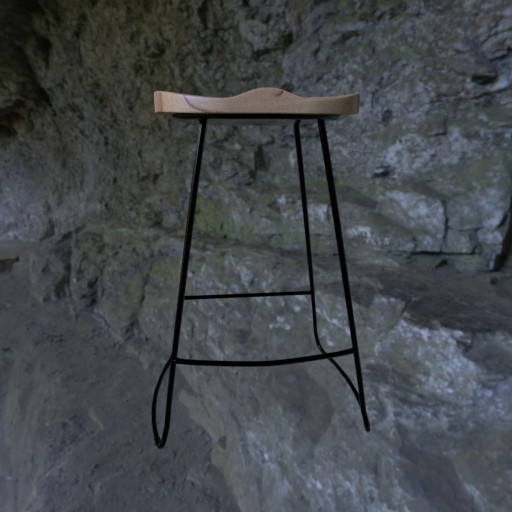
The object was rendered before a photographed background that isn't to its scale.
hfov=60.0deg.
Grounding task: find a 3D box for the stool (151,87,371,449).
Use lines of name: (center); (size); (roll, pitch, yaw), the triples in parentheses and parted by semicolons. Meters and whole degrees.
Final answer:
stool: (0.000, 0.000, 0.965); (0.480, 0.679, 0.401); (-2, 15, -7)
